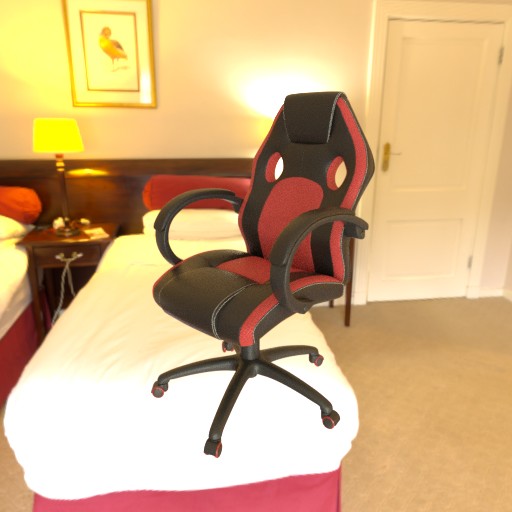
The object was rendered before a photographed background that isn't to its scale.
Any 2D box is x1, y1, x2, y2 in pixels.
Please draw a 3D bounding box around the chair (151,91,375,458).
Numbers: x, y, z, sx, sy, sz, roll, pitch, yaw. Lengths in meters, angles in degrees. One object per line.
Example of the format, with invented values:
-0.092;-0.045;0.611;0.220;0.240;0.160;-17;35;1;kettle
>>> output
0.000;0.000;1.667;0.750;1.189;0.783;16;23;42;chair
